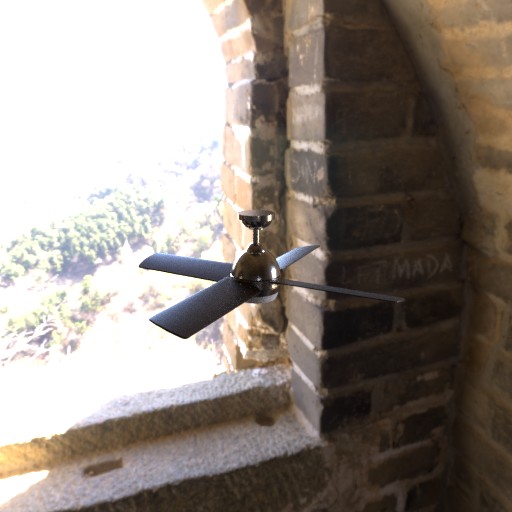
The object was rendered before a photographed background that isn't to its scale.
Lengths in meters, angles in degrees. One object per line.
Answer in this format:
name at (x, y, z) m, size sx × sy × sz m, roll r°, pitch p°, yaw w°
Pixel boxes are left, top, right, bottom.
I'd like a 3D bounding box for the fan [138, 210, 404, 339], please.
fan at (0.000, 0.000, 2.047) m, size 1.332 × 0.403 × 1.332 m, roll 8°, pitch 17°, yaw 27°
